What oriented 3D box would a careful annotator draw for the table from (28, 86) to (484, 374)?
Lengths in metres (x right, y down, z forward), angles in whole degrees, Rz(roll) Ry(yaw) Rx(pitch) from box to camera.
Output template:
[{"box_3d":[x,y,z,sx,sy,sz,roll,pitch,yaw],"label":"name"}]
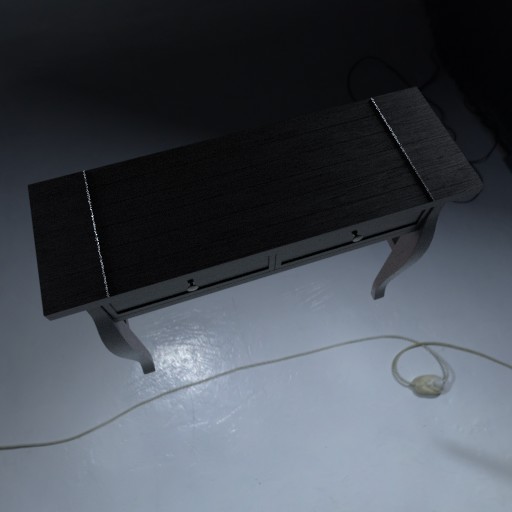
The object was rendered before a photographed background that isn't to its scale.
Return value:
[{"box_3d":[0.000,0.000,1.429,1.062,0.768,0.373,-17,64,-8],"label":"table"}]
